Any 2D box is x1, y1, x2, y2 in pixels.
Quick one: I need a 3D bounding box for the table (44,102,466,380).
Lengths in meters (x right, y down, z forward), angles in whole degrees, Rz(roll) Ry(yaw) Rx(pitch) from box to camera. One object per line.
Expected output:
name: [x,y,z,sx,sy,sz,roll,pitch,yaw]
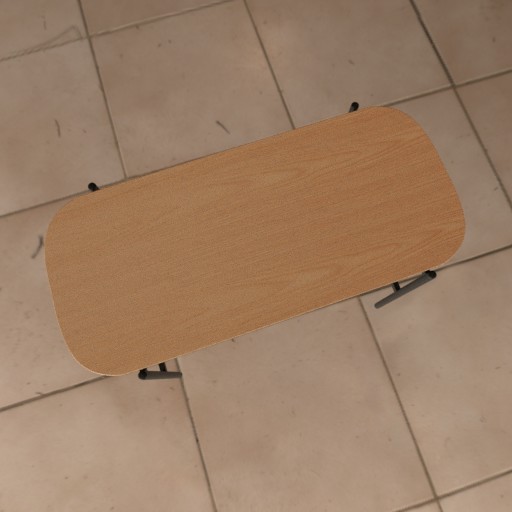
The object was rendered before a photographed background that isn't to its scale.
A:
table: [0.000,0.000,1.047,0.800,0.400,0.400,-18,76,-5]
